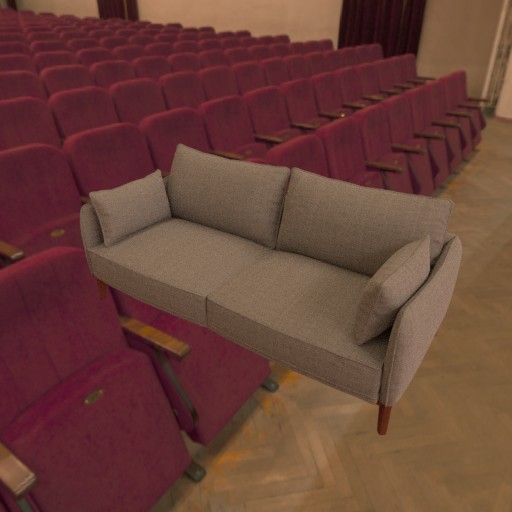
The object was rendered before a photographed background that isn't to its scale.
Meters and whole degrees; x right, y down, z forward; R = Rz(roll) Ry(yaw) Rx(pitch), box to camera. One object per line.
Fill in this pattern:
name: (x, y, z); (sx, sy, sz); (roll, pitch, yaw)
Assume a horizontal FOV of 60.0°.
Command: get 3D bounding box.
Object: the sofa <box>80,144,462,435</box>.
sofa: (0.000, 0.000, 2.491); (1.989, 0.851, 0.972); (18, 34, 30)
